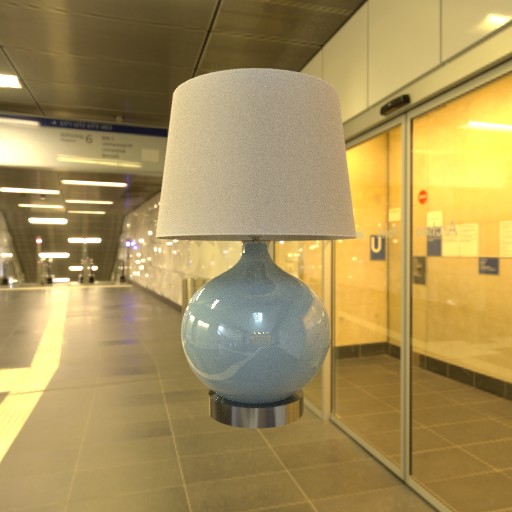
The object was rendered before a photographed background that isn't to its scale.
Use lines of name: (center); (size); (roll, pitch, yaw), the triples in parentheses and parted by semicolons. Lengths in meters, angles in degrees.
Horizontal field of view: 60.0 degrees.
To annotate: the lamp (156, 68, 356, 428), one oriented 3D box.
lamp: (0.000, 0.000, 0.557); (0.247, 0.387, 0.247); (0, 0, 0)
